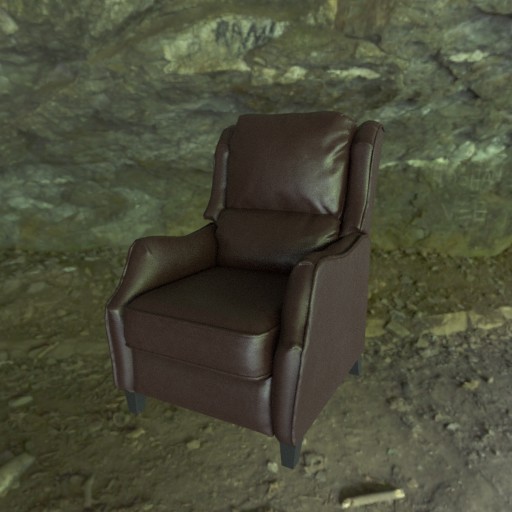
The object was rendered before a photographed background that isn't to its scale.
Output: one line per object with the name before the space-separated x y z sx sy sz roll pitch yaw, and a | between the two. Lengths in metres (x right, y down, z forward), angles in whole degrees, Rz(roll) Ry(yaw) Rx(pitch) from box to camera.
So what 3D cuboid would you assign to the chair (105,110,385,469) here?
chair | 0.000 0.000 1.736 0.770 1.132 0.982 7 14 27
